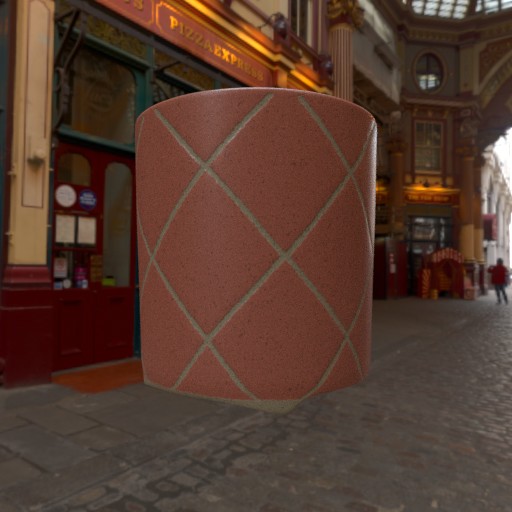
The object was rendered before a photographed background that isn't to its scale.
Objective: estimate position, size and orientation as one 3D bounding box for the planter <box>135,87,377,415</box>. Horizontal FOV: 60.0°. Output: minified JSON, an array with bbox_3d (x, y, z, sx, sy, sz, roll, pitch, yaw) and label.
[{"bbox_3d":[0.000,0.000,0.359,0.191,0.200,0.191,0,-1,0],"label":"planter"}]
